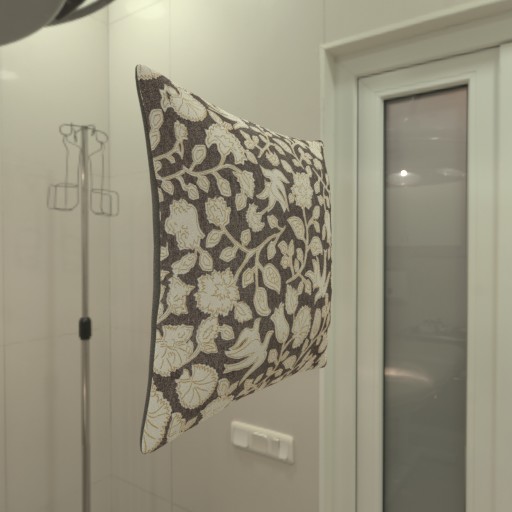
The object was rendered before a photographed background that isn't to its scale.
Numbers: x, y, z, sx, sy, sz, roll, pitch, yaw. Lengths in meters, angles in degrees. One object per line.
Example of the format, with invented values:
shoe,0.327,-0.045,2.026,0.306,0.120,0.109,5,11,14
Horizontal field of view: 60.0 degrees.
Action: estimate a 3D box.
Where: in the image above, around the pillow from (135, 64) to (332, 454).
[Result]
pillow,0.000,0.000,0.784,0.166,0.507,0.526,1,1,35
